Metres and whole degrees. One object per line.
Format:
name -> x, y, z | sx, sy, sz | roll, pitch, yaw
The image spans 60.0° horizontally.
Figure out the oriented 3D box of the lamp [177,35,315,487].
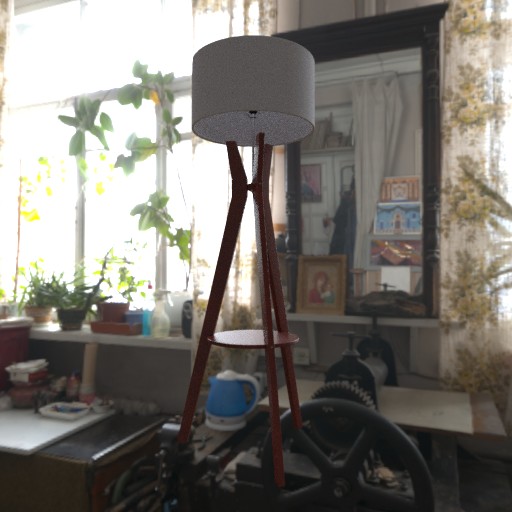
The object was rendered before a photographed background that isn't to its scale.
lamp -> 0.000, 0.000, 1.673 | 0.539, 1.472, 0.542 | 0, -1, -18
